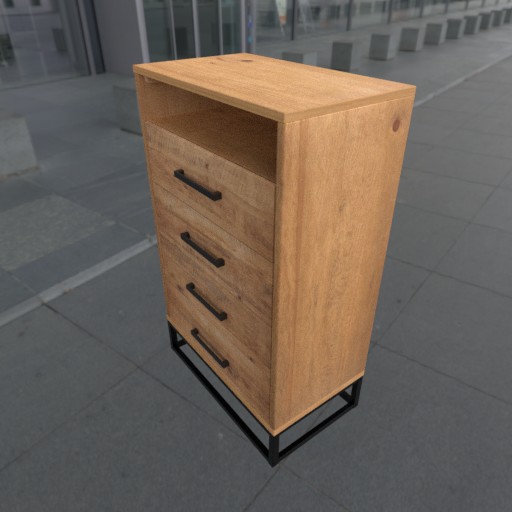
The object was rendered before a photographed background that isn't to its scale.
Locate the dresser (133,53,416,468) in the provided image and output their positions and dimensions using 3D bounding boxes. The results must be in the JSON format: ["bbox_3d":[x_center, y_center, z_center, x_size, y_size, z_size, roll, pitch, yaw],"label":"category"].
[{"bbox_3d":[0.000,0.000,1.613,0.479,1.240,0.761,-22,38,-31],"label":"dresser"}]
